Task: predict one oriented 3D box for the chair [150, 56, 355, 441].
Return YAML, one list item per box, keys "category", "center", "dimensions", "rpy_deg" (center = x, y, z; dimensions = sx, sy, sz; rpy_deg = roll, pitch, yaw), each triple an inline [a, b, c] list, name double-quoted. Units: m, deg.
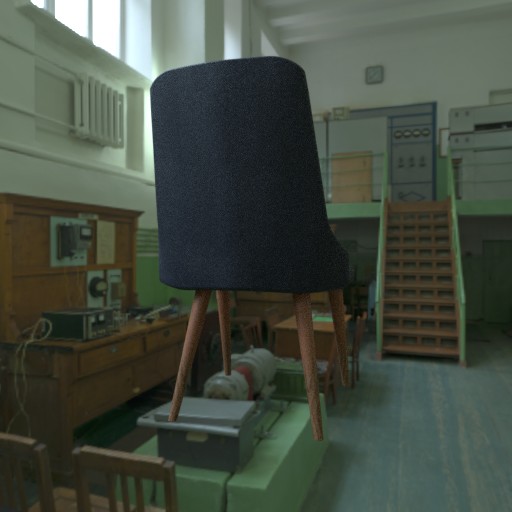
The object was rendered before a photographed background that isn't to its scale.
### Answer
- category: "chair"
  center: [0.000, 0.000, 1.187]
  dimensions: [0.504, 0.820, 0.567]
  rpy_deg: [0, 1, 17]
